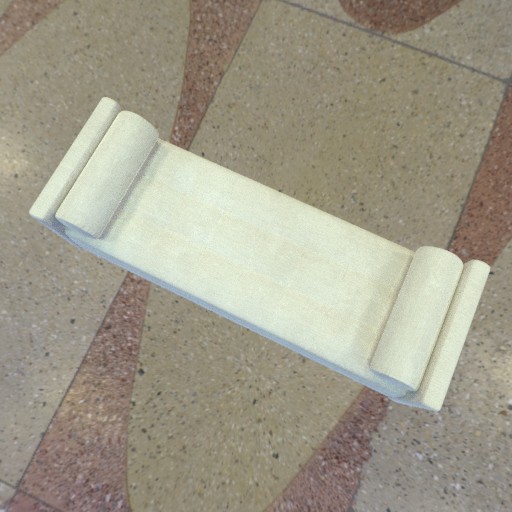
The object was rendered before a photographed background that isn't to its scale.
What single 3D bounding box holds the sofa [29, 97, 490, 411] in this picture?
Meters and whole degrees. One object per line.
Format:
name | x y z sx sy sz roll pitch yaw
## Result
sofa | 0.000 0.000 2.267 1.981 0.635 0.686 25 77 6
